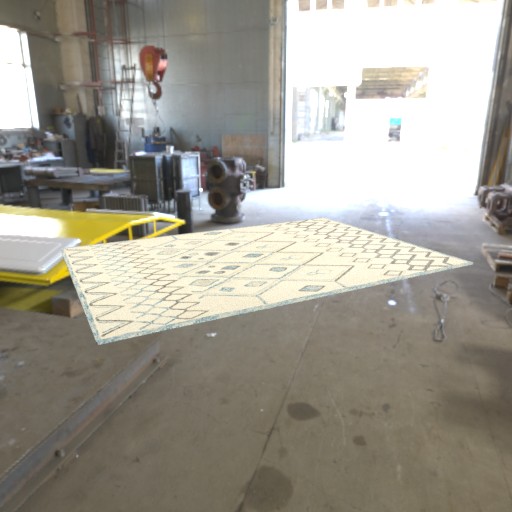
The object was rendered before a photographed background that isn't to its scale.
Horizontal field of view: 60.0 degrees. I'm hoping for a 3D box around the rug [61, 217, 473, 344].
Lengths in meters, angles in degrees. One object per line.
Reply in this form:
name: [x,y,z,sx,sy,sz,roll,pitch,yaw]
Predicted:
rug: [0.000,0.000,2.361,1.820,0.009,1.260,-9,19,-27]
